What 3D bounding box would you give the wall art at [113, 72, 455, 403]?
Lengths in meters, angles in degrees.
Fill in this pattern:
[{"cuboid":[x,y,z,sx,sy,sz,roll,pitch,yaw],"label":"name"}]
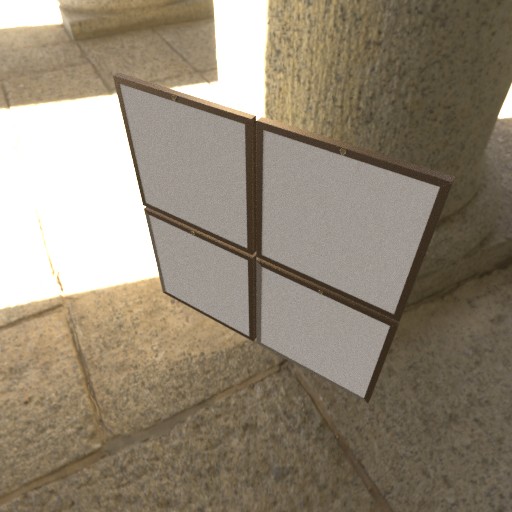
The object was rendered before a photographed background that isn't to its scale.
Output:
[{"cuboid":[0.000,0.000,1.535,1.032,1.032,0.030,24,50,22],"label":"wall art"}]
